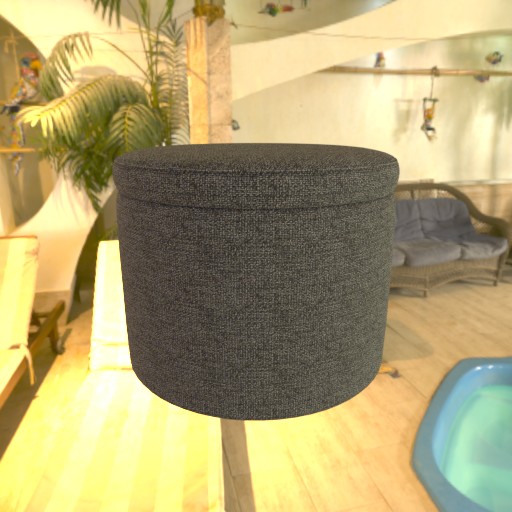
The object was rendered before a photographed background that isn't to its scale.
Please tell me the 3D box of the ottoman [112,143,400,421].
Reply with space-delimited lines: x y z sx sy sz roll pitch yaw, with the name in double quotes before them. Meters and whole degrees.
"ottoman" 0.000 0.000 0.886 0.520 0.430 0.520 0 17 0
